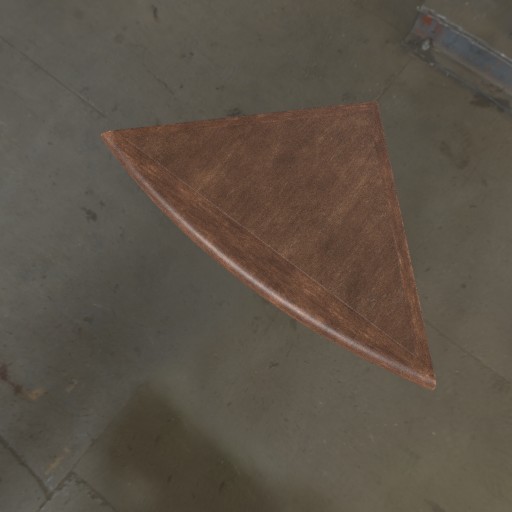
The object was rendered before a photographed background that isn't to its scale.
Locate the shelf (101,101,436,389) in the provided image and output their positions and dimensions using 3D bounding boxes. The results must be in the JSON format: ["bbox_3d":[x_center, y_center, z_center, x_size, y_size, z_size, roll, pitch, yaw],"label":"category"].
[{"bbox_3d":[0.000,0.000,0.473,0.310,0.050,0.310,-7,75,-2],"label":"shelf"}]
